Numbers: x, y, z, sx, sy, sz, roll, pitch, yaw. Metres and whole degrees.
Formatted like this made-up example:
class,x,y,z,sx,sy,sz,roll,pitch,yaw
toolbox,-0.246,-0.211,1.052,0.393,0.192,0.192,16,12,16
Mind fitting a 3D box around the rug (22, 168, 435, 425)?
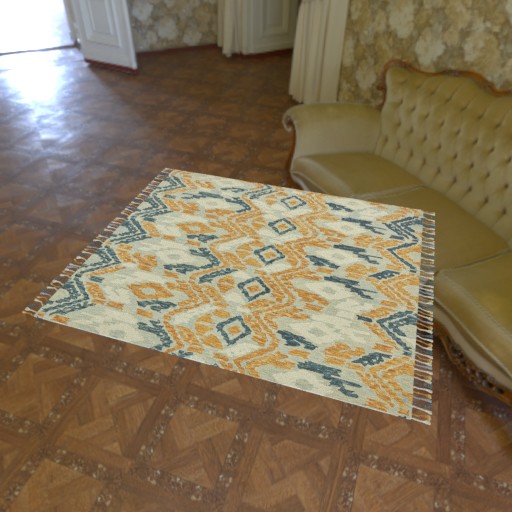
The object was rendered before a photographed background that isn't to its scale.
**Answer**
class,x,y,z,sx,sy,sz,roll,pitch,yaw
rug,0.000,0.000,3.969,3.048,0.010,2.439,12,41,14
